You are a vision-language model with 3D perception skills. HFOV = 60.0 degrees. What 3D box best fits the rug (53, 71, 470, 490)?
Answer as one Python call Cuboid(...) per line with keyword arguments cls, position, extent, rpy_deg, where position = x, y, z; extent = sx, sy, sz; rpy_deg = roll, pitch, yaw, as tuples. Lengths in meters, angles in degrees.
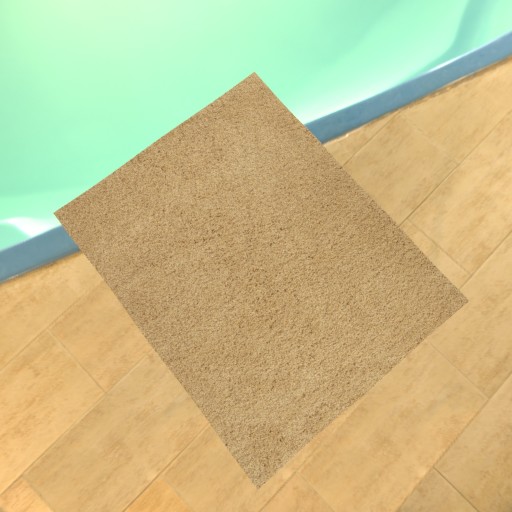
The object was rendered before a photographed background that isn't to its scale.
Cuboid(cls="rug", position=(0.000, 0.000, 4.003), extent=(2.400, 0.025, 3.000), rpy_deg=(-38, 79, -9))
